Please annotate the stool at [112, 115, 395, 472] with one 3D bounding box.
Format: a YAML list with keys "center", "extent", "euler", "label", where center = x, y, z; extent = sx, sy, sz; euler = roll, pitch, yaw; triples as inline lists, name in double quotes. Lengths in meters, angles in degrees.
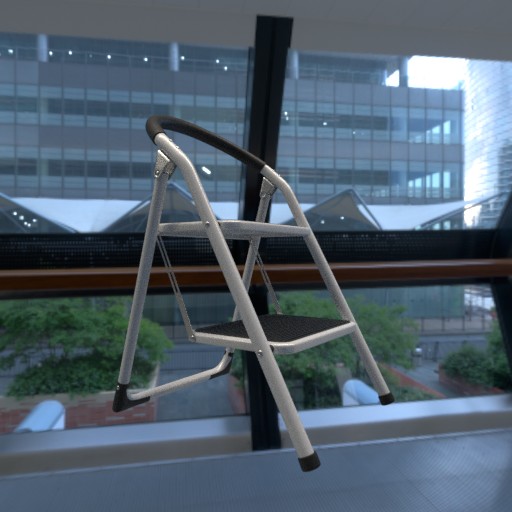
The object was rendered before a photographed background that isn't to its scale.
- center: [0.000, 0.000, 1.101]
  extent: [0.559, 0.760, 0.453]
  euler: [0, 0, 35]
  label: "stool"
